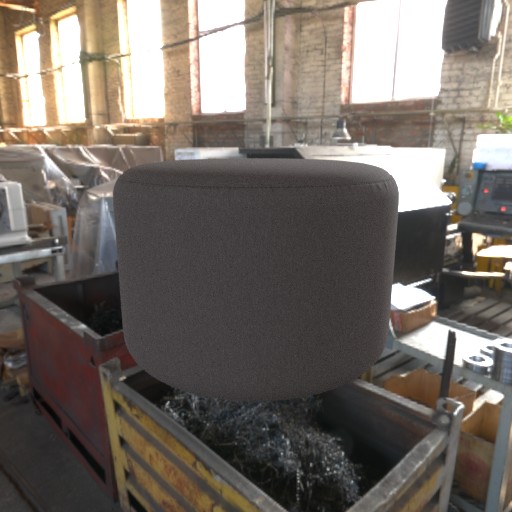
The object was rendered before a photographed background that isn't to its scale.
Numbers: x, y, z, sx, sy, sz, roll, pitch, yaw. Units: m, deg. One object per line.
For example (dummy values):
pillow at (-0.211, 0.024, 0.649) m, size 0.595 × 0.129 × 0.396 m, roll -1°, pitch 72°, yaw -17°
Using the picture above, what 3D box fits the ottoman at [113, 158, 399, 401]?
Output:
ottoman at (0.000, 0.000, 1.020) m, size 0.608 × 0.433 × 0.608 m, roll 0°, pitch 14°, yaw 0°
